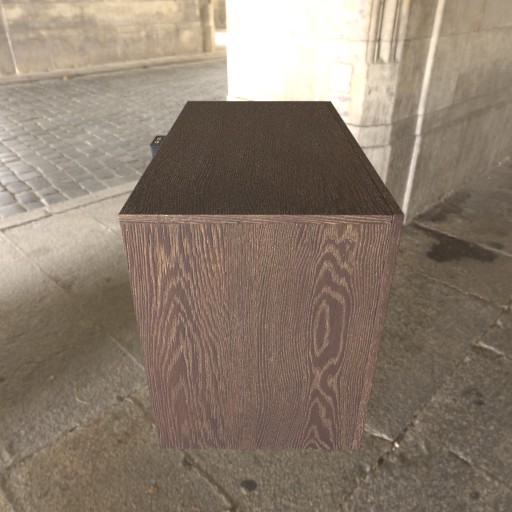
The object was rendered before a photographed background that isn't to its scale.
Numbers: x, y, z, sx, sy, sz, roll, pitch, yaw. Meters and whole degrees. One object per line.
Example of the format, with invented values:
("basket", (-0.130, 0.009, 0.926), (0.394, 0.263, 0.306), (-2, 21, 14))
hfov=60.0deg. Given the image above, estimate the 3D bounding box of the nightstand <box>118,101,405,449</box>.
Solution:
("nightstand", (0.000, 0.000, 1.147), (0.457, 0.612, 0.775), (0, 31, 0))
